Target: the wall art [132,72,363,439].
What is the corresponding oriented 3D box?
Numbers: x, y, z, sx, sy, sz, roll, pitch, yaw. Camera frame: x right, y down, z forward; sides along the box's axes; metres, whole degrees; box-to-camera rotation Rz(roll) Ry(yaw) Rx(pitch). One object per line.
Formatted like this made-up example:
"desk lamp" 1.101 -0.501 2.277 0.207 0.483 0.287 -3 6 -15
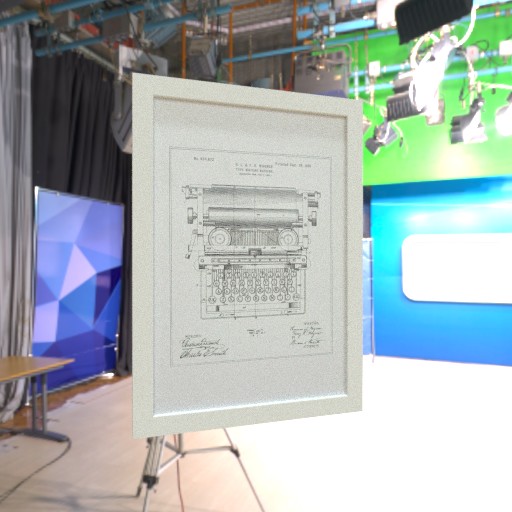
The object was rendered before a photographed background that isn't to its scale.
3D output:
"wall art" 0.000 0.000 0.708 0.381 0.533 0.013 0 0 -18
